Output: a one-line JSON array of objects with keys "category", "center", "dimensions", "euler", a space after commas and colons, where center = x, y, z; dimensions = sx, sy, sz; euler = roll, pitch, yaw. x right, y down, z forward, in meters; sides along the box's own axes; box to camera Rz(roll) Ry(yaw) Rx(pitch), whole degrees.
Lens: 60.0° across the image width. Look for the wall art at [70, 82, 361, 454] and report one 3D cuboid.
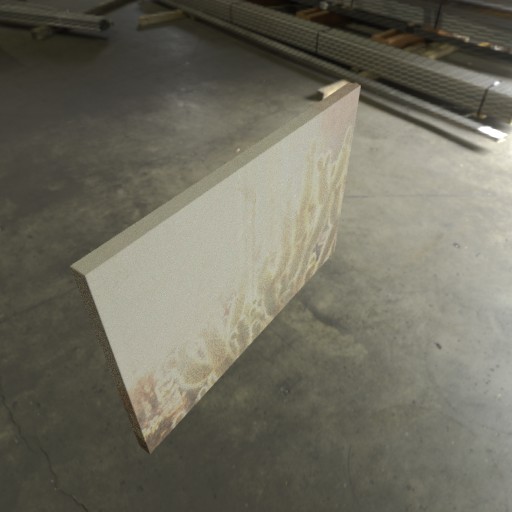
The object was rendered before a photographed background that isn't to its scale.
[{"category": "wall art", "center": [0.000, 0.000, 1.148], "dimensions": [0.040, 0.608, 0.916], "euler": [26, 48, 26]}]
